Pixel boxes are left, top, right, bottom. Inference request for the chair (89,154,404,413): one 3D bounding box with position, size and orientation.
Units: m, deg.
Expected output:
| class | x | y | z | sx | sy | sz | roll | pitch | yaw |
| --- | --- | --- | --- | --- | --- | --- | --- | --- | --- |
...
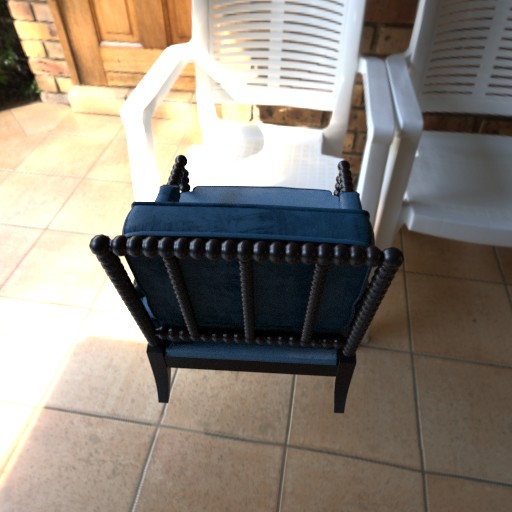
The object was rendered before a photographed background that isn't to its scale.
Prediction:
| class | x | y | z | sx | sy | sz | roll | pitch | yaw |
| --- | --- | --- | --- | --- | --- | --- | --- | --- | --- |
| chair | 0.000 | 0.000 | 1.450 | 0.688 | 0.857 | 0.805 | 2 | 46 | 2 |
